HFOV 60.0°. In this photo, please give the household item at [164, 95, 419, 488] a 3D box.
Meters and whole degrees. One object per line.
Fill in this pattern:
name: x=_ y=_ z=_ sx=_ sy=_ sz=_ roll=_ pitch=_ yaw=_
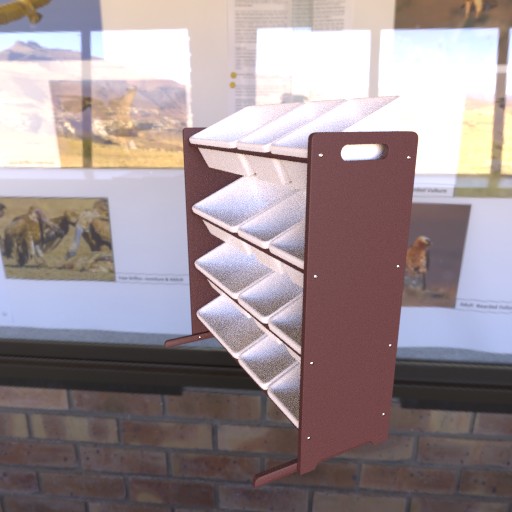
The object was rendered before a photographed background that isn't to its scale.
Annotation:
household item: x=0.000 y=0.000 z=1.303 sx=0.389 sy=0.864 sz=0.787 roll=-8 pitch=19 yaw=-26
